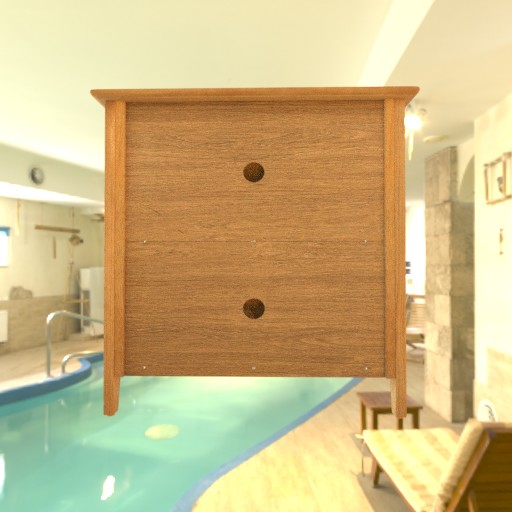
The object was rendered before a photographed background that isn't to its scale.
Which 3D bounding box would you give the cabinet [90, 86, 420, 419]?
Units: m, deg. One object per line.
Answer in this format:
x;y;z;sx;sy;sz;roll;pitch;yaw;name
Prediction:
0.000;0.000;1.257;0.763;0.762;0.503;0;-1;1;cabinet
